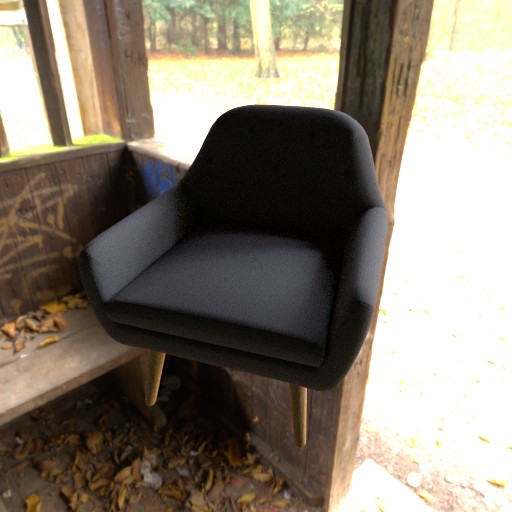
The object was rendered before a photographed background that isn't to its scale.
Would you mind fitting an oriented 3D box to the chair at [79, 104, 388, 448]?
[{"bbox_3d":[0.000,0.000,1.398,0.770,0.800,0.779,9,30,16],"label":"chair"}]
